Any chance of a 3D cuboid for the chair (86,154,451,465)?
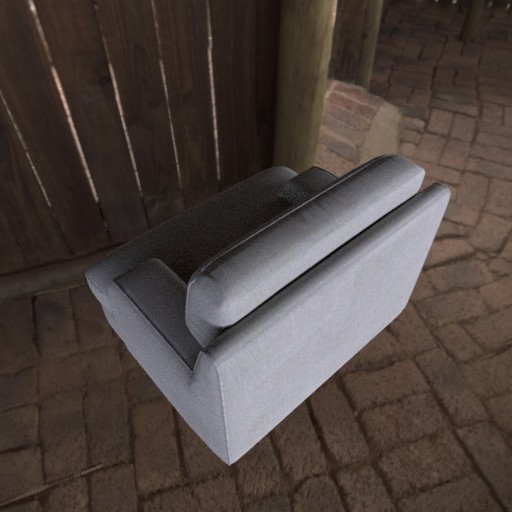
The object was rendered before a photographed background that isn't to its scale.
[{"bbox_3d":[0.000,0.000,2.007,1.270,0.974,1.043,-33,55,-27],"label":"chair"}]
